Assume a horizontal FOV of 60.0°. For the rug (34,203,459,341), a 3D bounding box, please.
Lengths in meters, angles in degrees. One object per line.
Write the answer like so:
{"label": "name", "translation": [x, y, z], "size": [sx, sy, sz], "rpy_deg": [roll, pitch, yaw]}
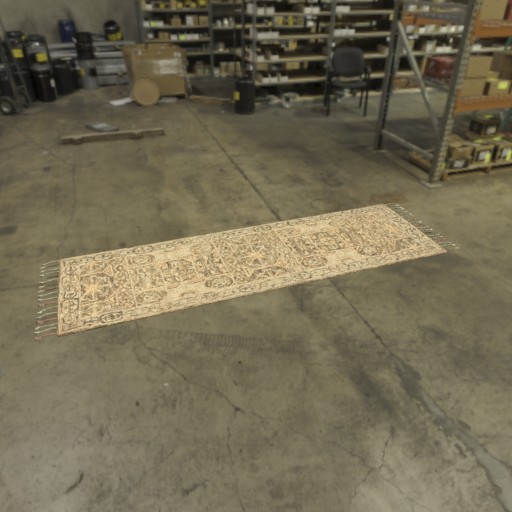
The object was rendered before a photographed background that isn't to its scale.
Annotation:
{"label": "rug", "translation": [0.000, 0.000, 2.916], "size": [2.664, 0.011, 0.762], "rpy_deg": [-11, 34, -16]}
